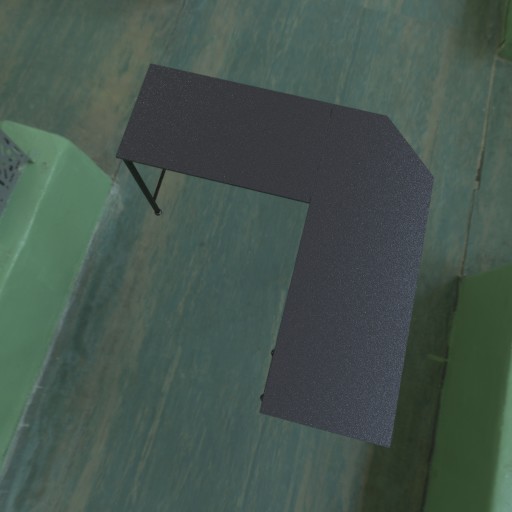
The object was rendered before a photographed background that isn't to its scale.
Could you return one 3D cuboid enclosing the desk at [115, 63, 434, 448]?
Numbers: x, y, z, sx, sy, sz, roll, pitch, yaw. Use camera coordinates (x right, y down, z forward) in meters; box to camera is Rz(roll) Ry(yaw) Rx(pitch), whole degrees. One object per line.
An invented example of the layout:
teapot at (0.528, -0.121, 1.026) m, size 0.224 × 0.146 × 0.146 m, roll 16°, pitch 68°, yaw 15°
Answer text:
desk at (0.000, 0.000, 2.221) m, size 1.379 × 0.739 × 1.379 m, roll 14°, pitch 75°, yaw 4°
